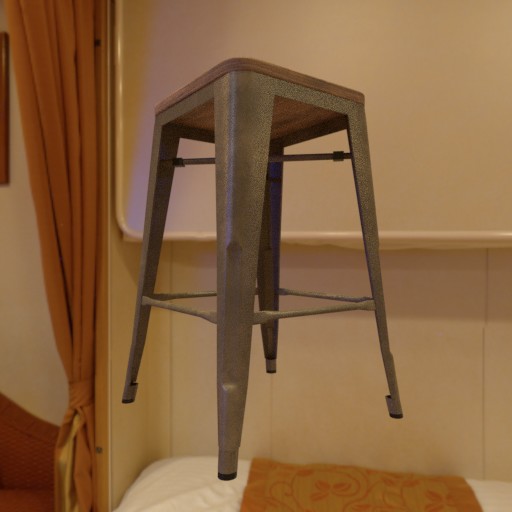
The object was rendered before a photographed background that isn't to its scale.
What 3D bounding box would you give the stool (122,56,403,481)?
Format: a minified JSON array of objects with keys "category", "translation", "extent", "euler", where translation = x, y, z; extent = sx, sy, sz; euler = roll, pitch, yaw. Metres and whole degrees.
[{"category":"stool","translation":[0.000,0.000,0.880],"extent":[0.407,0.607,0.407],"euler":[0,1,-36]}]
